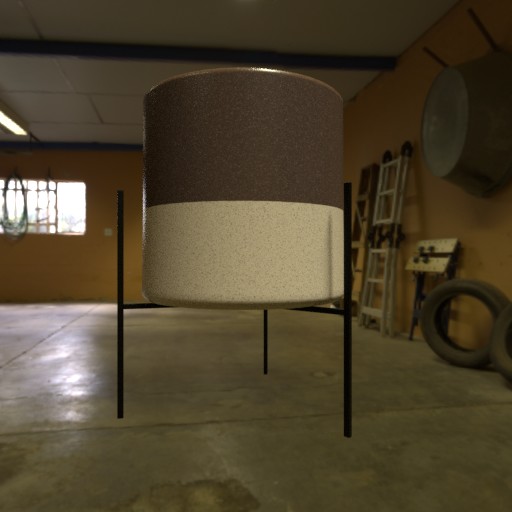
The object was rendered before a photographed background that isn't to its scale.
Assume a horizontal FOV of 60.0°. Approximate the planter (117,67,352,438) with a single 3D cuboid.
[{"bbox_3d":[0.000,0.000,0.525,0.260,0.353,0.250,0,0,35],"label":"planter"}]
